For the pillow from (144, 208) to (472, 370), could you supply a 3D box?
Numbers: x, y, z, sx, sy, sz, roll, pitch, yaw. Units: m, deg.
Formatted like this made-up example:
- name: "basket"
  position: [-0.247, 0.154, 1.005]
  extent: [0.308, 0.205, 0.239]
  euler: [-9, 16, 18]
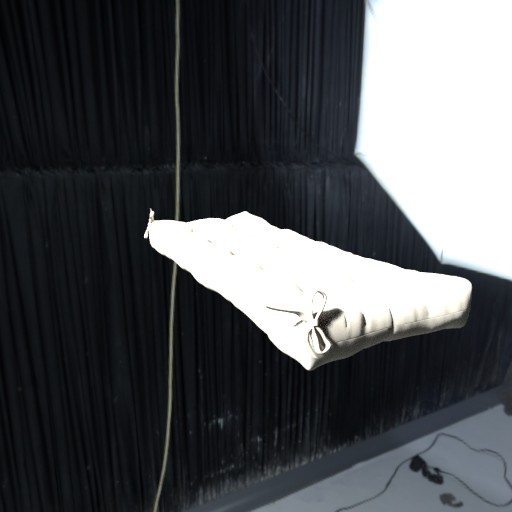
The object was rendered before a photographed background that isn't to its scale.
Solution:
- name: "pillow"
  position: [0.000, 0.000, 1.350]
  extent: [0.511, 0.174, 1.194]
  euler: [-7, 16, -27]
